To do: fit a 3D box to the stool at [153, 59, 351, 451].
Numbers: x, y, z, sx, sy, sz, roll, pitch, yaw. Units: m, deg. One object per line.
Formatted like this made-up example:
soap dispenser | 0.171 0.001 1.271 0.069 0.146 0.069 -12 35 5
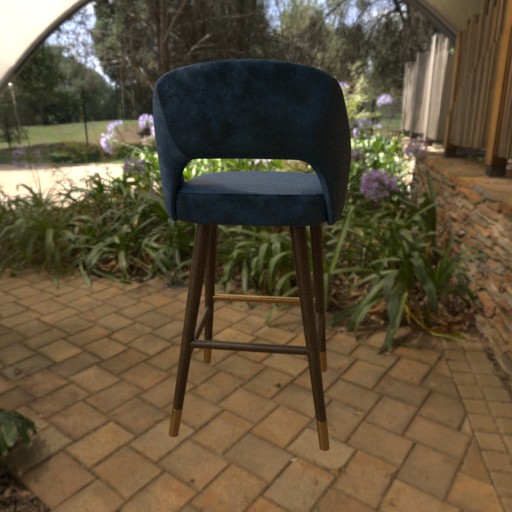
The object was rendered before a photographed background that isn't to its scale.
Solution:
stool | 0.000 0.000 1.317 0.514 1.016 0.515 2 16 7
